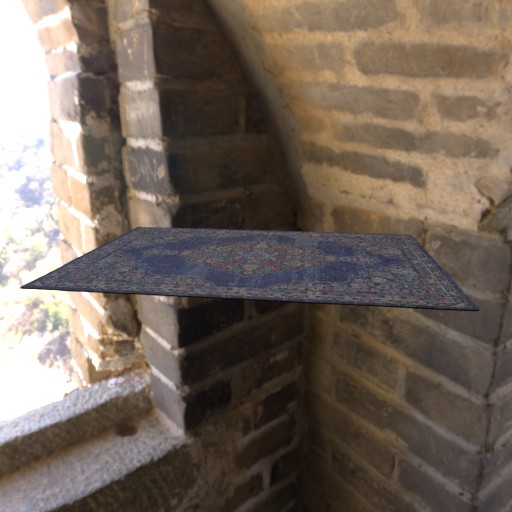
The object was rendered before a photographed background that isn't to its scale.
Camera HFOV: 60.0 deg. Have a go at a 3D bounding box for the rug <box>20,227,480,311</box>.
[{"bbox_3d":[0.000,0.000,3.753,2.940,0.011,2.053,2,16,8],"label":"rug"}]
